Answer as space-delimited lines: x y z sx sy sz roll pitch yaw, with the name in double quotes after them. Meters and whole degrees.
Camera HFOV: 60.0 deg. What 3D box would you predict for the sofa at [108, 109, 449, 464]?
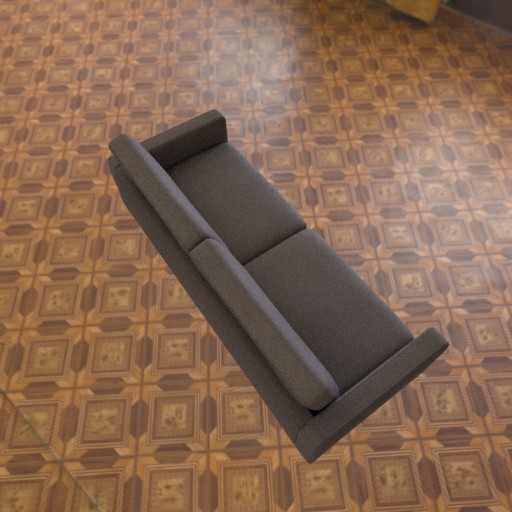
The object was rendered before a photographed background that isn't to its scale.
0.000 0.000 2.395 0.774 0.828 1.925 -31 63 -18 "sofa"
